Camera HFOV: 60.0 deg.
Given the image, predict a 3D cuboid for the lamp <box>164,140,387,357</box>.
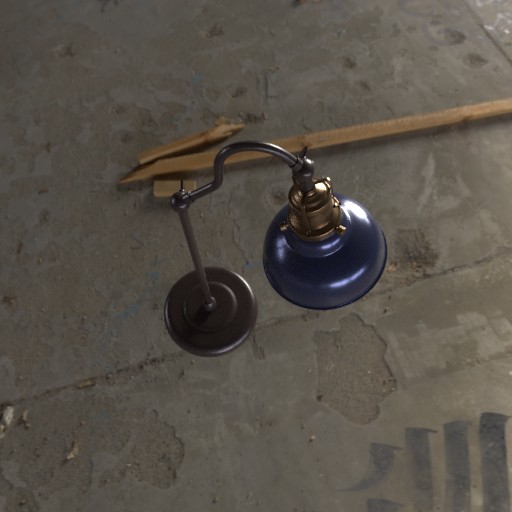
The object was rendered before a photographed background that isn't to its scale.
[{"bbox_3d":[0.000,0.000,0.674,0.374,0.508,0.192,2,63,1],"label":"lamp"}]
